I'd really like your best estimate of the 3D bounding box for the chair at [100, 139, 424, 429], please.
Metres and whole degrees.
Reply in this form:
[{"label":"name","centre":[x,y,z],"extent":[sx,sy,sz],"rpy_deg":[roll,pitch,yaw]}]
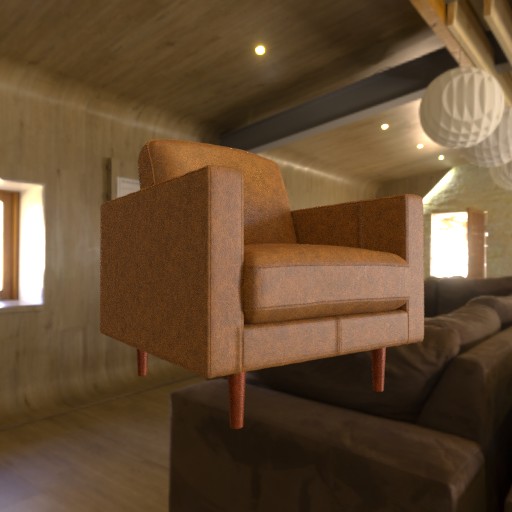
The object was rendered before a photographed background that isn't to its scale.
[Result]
[{"label":"chair","centre":[0.000,0.000,1.664],"extent":[0.890,0.956,0.909],"rpy_deg":[1,-1,-36]}]
